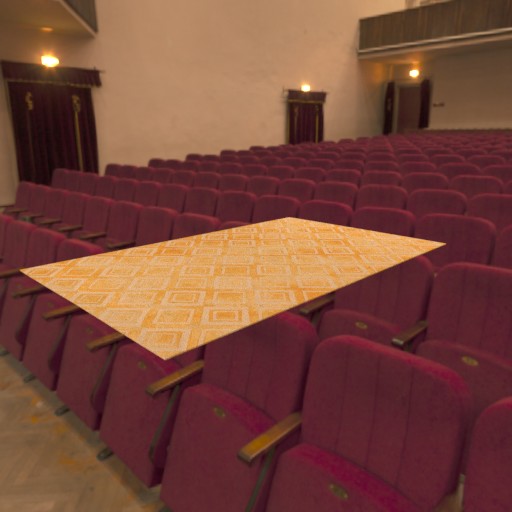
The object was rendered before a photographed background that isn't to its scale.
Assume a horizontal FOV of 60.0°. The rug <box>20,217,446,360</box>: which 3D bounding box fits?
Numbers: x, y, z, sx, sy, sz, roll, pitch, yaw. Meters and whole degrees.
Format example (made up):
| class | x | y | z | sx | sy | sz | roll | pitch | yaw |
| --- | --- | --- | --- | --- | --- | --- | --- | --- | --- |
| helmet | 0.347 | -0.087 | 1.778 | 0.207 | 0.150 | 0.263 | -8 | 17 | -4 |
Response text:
| class | x | y | z | sx | sy | sz | roll | pitch | yaw |
| --- | --- | --- | --- | --- | --- | --- | --- | --- | --- |
| rug | 0.000 | 0.000 | 2.911 | 1.511 | 0.010 | 2.424 | 15 | 21 | 43 |
